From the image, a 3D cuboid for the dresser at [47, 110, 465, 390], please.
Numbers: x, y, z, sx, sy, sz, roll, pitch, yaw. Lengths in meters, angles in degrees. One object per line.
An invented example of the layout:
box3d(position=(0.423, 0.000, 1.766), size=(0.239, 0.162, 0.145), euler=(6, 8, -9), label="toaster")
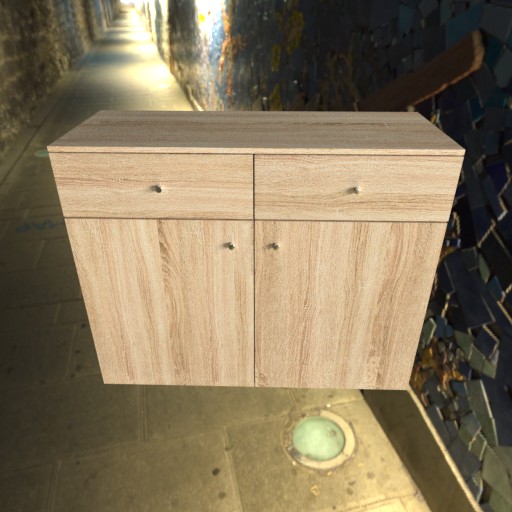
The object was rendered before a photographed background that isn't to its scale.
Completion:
box3d(position=(0.000, 0.000, 1.570), size=(1.100, 0.900, 0.450), euler=(1, 30, 1), label="dresser")
